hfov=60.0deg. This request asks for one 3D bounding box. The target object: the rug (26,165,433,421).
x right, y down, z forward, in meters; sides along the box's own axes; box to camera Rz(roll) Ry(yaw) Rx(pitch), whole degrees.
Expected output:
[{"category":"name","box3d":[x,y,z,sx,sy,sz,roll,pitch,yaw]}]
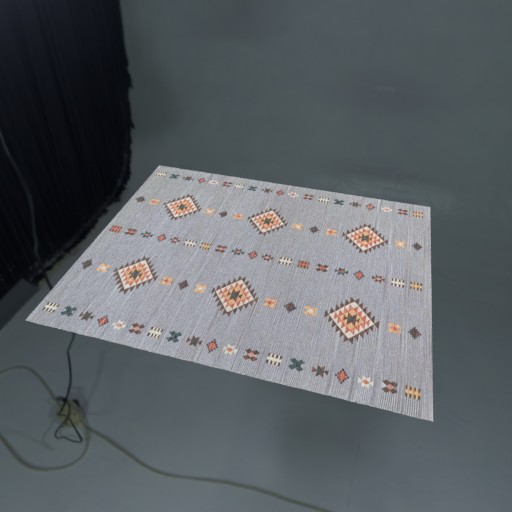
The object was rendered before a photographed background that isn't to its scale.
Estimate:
[{"category":"rug","box3d":[0.000,0.000,4.000,3.035,0.008,2.425,11,43,12]}]
